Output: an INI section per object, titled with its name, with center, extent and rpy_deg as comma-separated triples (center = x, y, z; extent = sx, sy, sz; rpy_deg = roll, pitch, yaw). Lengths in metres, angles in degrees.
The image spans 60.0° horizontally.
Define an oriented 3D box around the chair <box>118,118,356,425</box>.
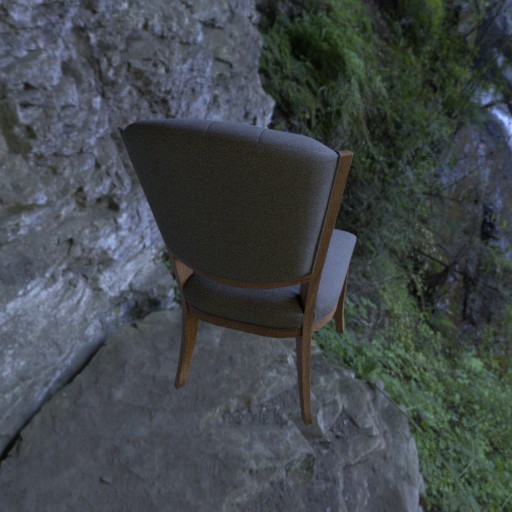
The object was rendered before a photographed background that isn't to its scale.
[chair]
center = 0.000, 0.000, 1.259
extent = 0.513, 0.905, 0.584
rpy_deg = 10, 35, 15
